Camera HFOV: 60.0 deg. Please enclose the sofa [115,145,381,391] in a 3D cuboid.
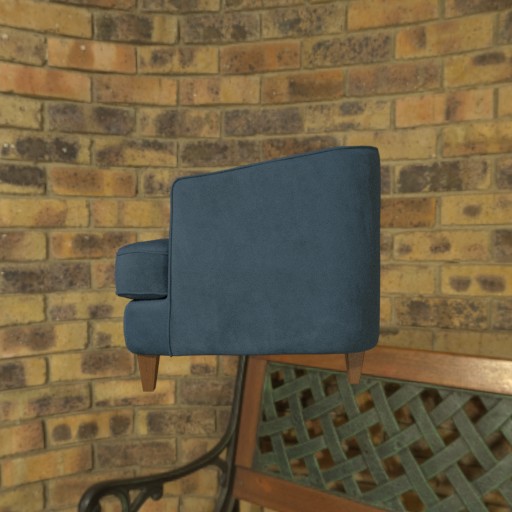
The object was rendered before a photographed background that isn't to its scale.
[{"bbox_3d":[0.000,0.000,2.267,0.941,0.854,1.733,0,2,0],"label":"sofa"}]
